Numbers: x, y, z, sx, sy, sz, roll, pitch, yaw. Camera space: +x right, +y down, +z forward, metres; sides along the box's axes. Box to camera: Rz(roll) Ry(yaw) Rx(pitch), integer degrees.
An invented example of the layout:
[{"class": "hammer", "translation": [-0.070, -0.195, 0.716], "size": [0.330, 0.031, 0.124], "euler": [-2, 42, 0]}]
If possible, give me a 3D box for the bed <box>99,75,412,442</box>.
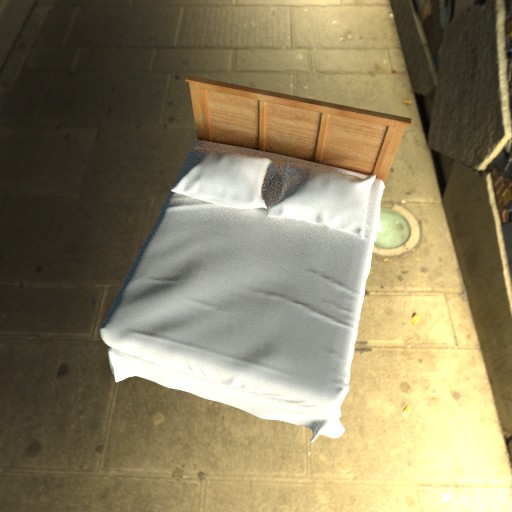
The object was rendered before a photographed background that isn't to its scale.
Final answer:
[{"class": "bed", "translation": [0.000, 0.000, 3.223], "size": [1.870, 1.273, 2.035], "euler": [14, 60, 8]}]
